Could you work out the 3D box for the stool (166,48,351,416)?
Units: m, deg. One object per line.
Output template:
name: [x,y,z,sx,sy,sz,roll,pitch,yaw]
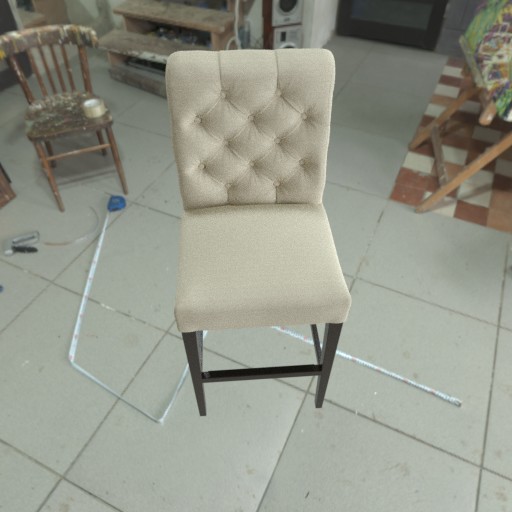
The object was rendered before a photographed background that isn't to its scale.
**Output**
stool: [0.000,0.000,1.463,0.482,1.118,0.610,-3,47,-3]
